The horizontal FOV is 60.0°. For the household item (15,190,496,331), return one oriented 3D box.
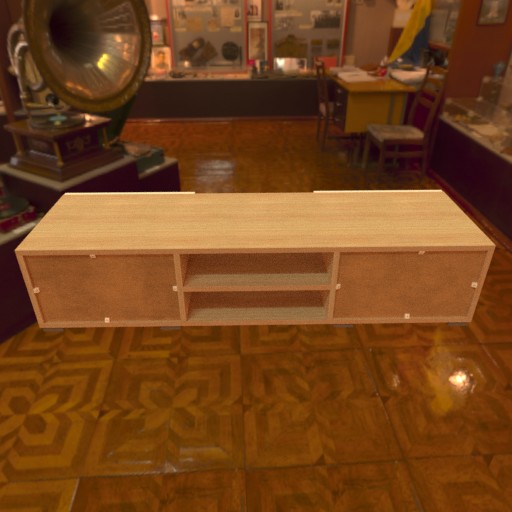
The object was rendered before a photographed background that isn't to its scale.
[{"bbox_3d":[0.000,0.000,1.549,1.400,0.310,0.420,-1,31,-1],"label":"household item"}]
